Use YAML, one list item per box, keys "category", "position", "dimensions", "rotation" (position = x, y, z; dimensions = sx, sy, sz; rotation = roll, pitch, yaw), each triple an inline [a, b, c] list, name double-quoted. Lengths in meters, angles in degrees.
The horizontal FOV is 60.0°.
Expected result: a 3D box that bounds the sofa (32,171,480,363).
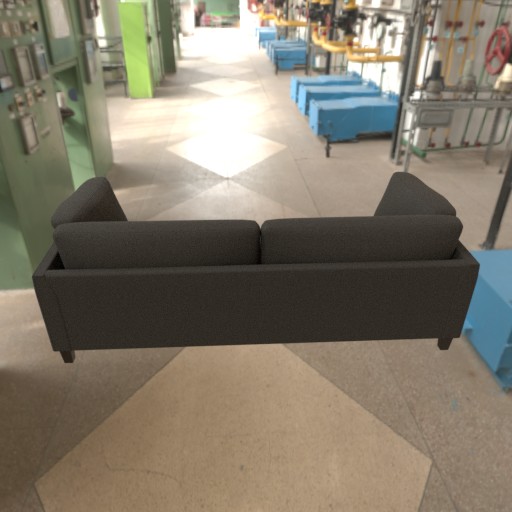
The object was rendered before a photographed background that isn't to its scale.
- category: "sofa"
  position: [0.000, 0.000, 2.719]
  dimensions: [2.312, 0.792, 0.969]
  rotation: [-1, 30, -2]
